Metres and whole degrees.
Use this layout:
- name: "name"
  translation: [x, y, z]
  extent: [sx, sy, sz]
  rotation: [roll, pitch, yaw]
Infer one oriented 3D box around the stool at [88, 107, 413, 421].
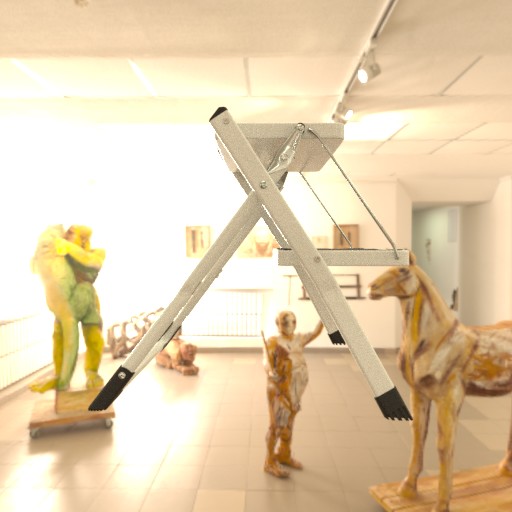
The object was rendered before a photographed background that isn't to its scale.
- name: "stool"
  translation: [0.000, 0.000, 0.852]
  extent: [0.490, 0.445, 0.485]
  rotation: [0, 1, 1]
